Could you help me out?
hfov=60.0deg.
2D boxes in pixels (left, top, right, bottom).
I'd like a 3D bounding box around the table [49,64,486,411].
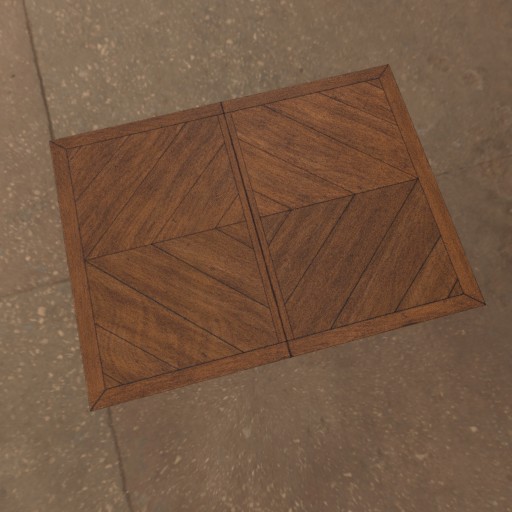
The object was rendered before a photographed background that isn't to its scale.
[{"bbox_3d":[0.000,0.000,1.569,1.027,0.760,0.757,-14,75,-4],"label":"table"}]
